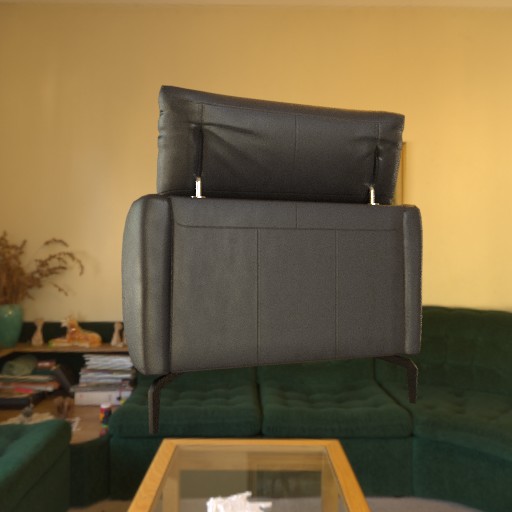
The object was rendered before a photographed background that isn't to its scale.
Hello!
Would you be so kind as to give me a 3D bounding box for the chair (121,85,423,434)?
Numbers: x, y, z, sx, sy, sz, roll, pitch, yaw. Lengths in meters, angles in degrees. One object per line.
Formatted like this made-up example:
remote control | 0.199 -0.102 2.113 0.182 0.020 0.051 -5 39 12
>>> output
chair | 0.000 0.000 1.680 0.976 0.949 0.809 0 0 -17
